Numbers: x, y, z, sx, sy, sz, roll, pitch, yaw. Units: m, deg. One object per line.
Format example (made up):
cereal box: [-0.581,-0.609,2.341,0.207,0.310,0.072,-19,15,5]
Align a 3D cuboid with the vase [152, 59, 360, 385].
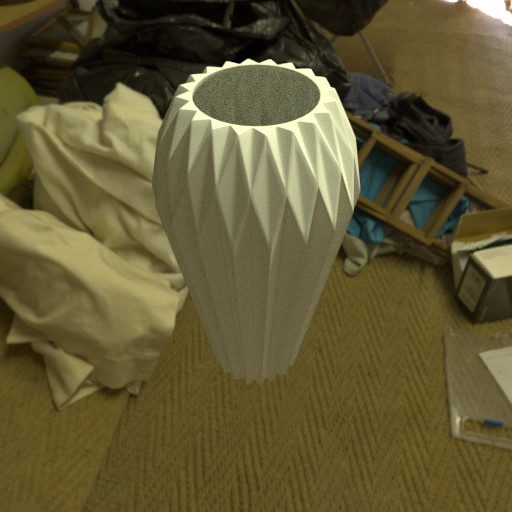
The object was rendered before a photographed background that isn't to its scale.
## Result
vase: [0.000,0.000,0.339,0.133,0.263,0.133,0,47,0]
